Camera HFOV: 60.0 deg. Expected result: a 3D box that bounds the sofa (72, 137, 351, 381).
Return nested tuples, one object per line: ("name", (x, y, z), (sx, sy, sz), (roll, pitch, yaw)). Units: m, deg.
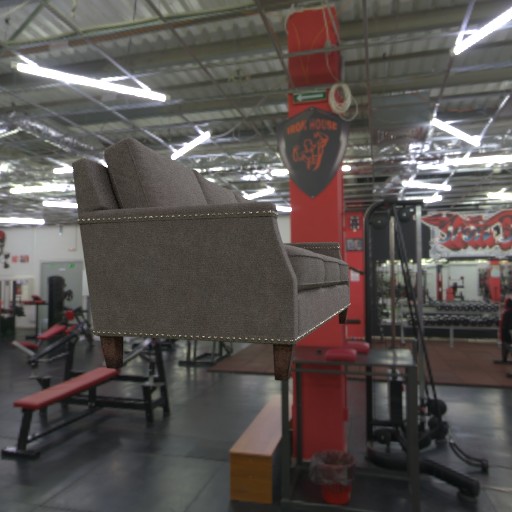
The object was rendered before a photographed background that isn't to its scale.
("sofa", (0.000, 0.000, 2.830), (1.034, 1.042, 2.226), (-1, -3, 17))
